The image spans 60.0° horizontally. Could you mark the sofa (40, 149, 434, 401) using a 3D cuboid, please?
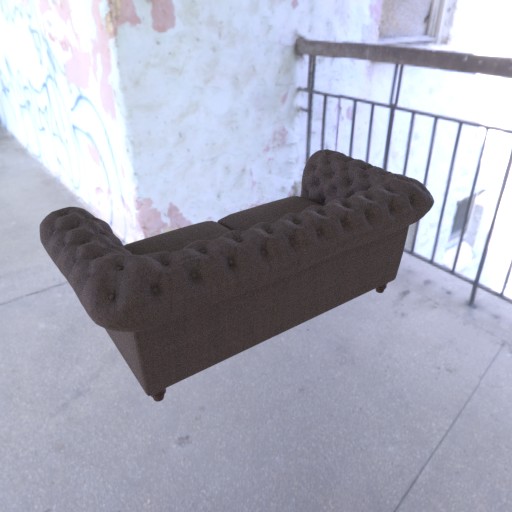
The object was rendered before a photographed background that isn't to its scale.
[{"bbox_3d":[0.000,0.000,2.546,2.048,0.780,0.944,-19,35,-30],"label":"sofa"}]
